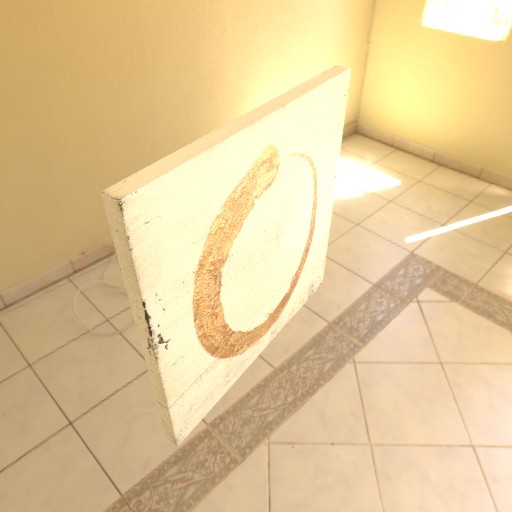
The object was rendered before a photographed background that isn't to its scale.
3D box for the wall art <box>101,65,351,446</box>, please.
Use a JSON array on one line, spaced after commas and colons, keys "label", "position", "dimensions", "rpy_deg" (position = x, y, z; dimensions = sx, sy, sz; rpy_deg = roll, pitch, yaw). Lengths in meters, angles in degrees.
[{"label": "wall art", "position": [0.000, 0.000, 0.922], "dimensions": [0.040, 0.611, 0.610], "rpy_deg": [25, 46, 27]}]
